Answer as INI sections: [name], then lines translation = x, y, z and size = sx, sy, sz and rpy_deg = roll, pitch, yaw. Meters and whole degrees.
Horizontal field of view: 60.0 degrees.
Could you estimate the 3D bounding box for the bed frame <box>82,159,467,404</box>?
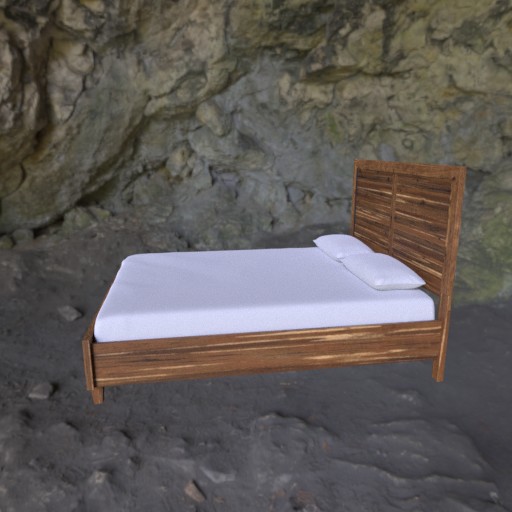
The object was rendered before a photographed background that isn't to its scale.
[bed frame]
translation = 0.000, 0.000, 3.443
size = 2.276, 1.417, 1.696
rpy_deg = -2, 14, -9
